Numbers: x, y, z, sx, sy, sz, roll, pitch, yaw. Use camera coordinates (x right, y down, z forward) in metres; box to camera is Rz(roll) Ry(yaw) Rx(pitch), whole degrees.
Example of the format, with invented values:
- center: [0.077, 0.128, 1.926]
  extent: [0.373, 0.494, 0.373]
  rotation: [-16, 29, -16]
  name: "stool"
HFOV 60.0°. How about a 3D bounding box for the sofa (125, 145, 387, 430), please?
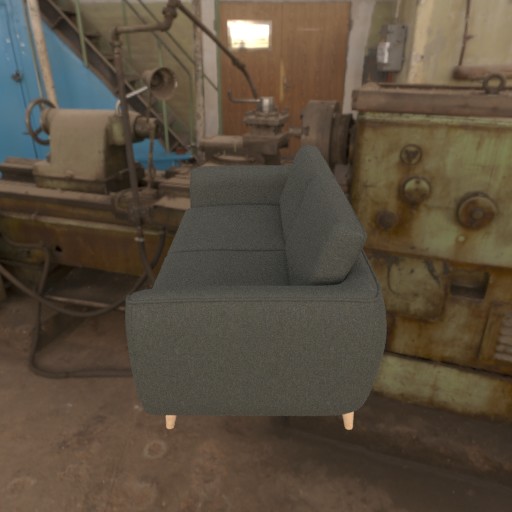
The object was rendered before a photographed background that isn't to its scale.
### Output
- center: [0.000, 0.000, 2.224]
  extent: [0.920, 0.850, 1.700]
  rotation: [0, 26, 0]
  name: "sofa"
